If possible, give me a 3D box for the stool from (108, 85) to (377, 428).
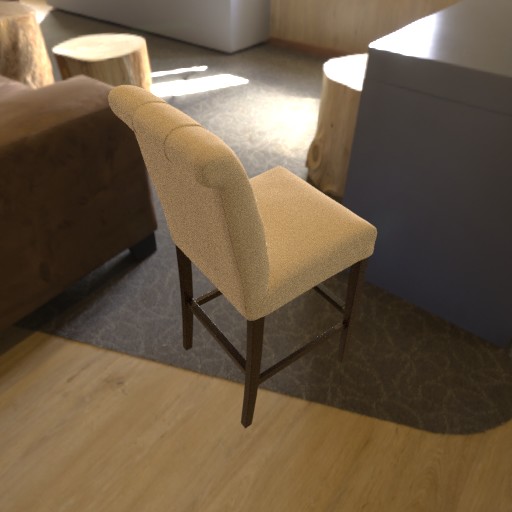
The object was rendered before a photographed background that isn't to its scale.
[{"bbox_3d":[0.000,0.000,1.461,0.610,1.118,0.482,-26,48,-27],"label":"stool"}]
